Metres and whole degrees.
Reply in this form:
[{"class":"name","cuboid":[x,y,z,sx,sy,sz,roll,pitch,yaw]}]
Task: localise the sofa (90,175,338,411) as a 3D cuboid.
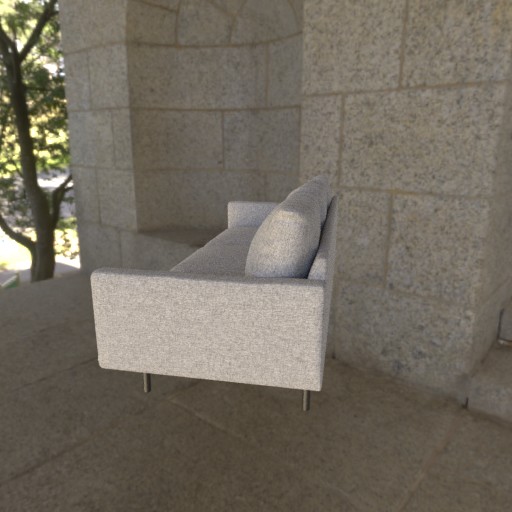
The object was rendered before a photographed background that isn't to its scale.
[{"class":"sofa","cuboid":[0.000,0.000,2.475,0.850,0.830,2.000,3,15,11]}]
